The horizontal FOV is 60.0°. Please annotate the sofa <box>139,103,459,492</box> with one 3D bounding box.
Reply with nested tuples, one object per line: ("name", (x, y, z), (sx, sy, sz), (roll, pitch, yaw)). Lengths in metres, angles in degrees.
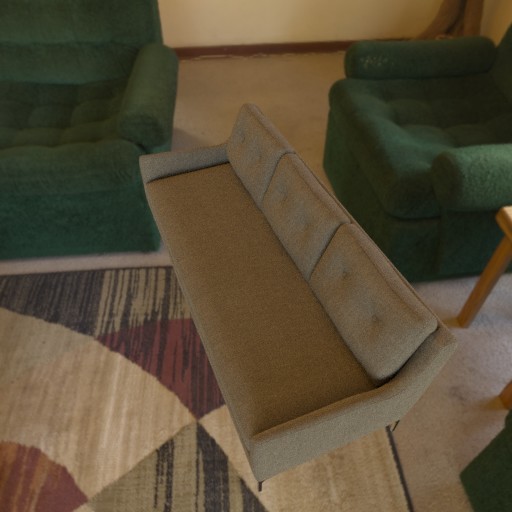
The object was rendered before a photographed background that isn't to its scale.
("sofa", (0.000, 0.000, 2.463), (0.849, 0.837, 2.060), (-17, 48, -15))
